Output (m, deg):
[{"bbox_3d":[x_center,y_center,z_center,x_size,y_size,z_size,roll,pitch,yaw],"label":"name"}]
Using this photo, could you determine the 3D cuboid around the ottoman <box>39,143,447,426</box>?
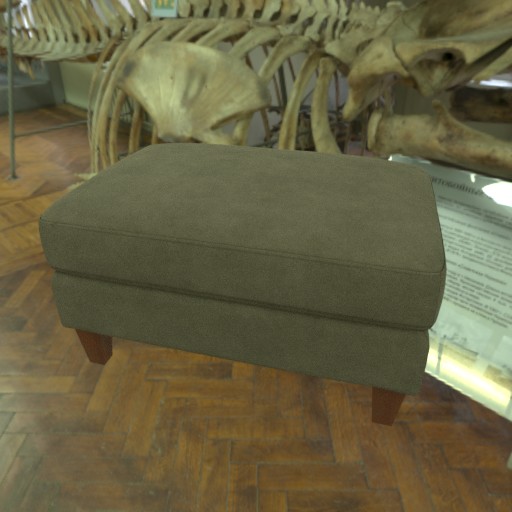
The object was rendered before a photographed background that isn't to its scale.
[{"bbox_3d":[0.000,0.000,1.173,0.864,0.483,0.584,8,31,13],"label":"ottoman"}]
